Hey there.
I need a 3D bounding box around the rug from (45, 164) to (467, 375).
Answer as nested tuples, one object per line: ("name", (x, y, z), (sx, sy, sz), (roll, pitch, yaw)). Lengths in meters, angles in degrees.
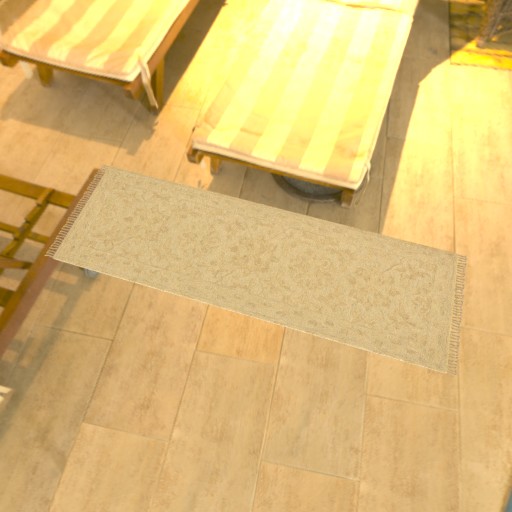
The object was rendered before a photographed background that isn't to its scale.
("rug", (0.000, 0.000, 2.799), (2.544, 0.015, 0.795), (15, 61, 8))
